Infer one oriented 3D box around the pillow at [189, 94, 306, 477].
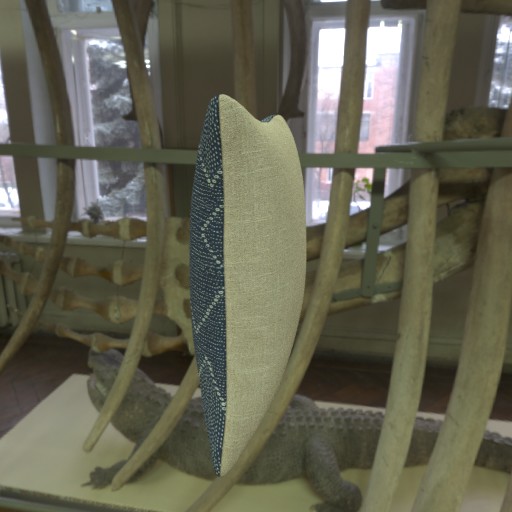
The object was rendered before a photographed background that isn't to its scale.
[{"bbox_3d":[0.000,0.000,0.672,0.148,0.428,0.435,3,15,10],"label":"pillow"}]
